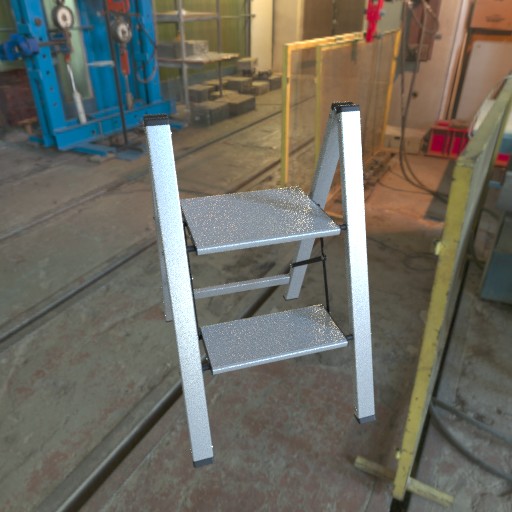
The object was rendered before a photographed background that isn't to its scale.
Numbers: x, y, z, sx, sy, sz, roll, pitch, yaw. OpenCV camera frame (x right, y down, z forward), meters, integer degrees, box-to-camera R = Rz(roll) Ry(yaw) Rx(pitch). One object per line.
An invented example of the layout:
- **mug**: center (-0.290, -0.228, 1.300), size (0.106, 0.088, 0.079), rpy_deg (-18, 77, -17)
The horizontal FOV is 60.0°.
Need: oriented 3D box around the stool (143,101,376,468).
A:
- **stool**: center (0.000, 0.000, 1.044), size (0.440, 0.670, 0.535), rpy_deg (-9, 32, -14)
